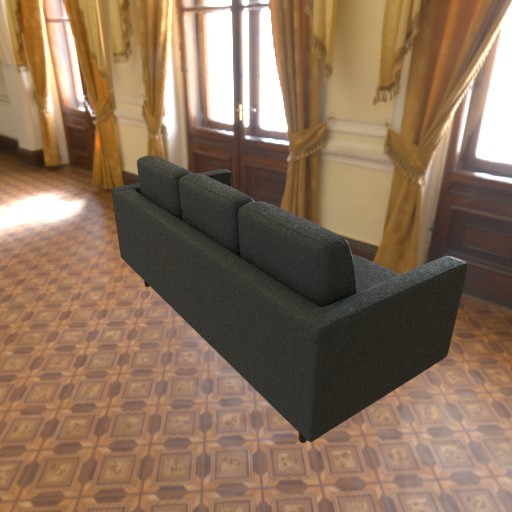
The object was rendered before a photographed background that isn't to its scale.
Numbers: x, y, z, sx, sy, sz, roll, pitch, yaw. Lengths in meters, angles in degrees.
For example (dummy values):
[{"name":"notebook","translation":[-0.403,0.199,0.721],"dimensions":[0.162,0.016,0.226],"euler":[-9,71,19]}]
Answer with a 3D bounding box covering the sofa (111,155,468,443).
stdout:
[{"name":"sofa","translation":[0.000,0.000,2.543],"dimensions":[0.935,0.945,2.013],"euler":[-17,30,-32]}]
